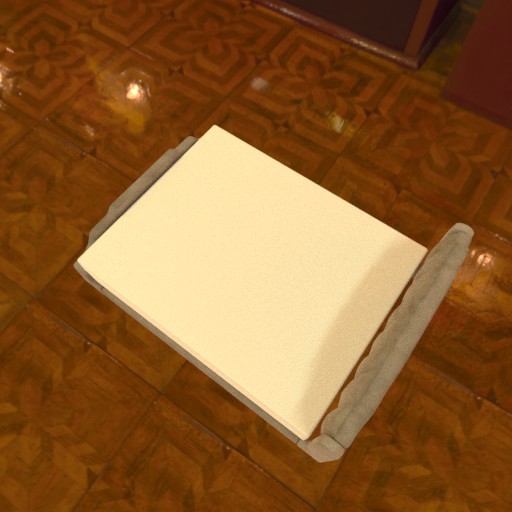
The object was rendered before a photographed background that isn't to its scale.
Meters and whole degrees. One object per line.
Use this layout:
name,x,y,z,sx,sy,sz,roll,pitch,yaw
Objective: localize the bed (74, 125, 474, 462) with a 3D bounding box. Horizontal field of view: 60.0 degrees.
bed,0.000,0.000,3.246,2.340,1.245,1.676,34,68,15
